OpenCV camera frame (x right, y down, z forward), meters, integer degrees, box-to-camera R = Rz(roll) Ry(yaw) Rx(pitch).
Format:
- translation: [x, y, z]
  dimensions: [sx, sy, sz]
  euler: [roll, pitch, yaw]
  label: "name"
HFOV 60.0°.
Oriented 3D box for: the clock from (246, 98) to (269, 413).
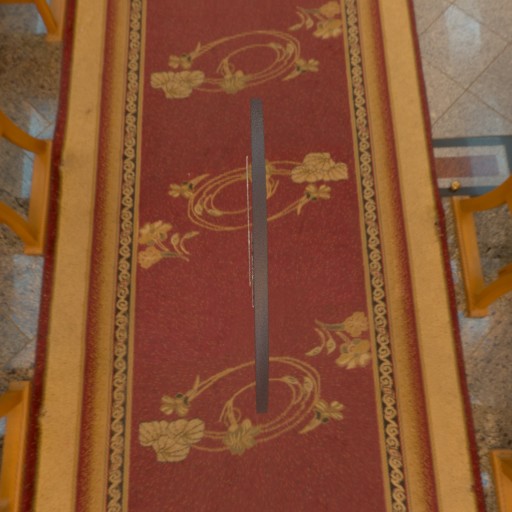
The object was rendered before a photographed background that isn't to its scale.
- translation: [0.000, 0.000, 0.889]
  dimensions: [0.029, 0.595, 0.595]
  euler: [-1, 74, 0]
  label: "clock"
